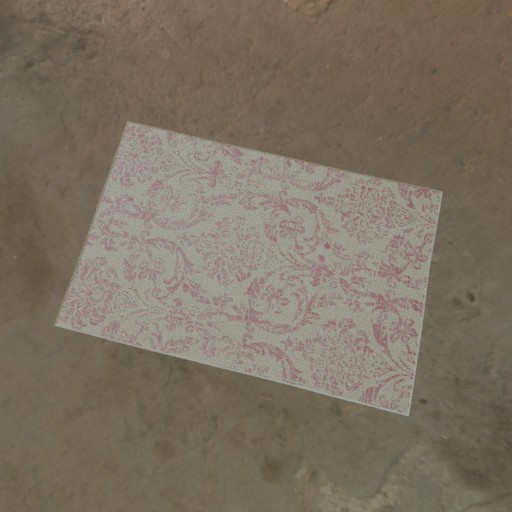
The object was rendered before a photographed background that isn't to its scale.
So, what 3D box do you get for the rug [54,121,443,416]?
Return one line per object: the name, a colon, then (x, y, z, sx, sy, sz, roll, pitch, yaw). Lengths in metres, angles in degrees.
rug: (0.000, 0.000, 2.373, 1.839, 0.012, 1.219, 13, 76, 3)
